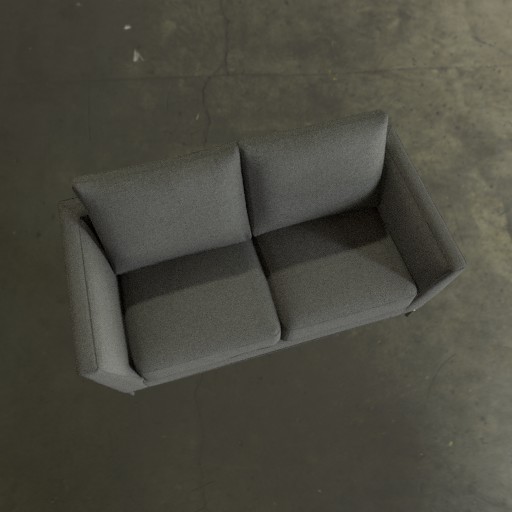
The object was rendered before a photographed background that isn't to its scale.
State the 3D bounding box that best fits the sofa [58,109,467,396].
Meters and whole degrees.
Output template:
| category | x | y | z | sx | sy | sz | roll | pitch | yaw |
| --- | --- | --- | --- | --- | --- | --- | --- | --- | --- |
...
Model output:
| category | x | y | z | sx | sy | sz | roll | pitch | yaw |
| --- | --- | --- | --- | --- | --- | --- | --- | --- | --- |
| sofa | 0.000 | 0.000 | 2.080 | 1.594 | 0.924 | 0.803 | -15 | 65 | -7 |
